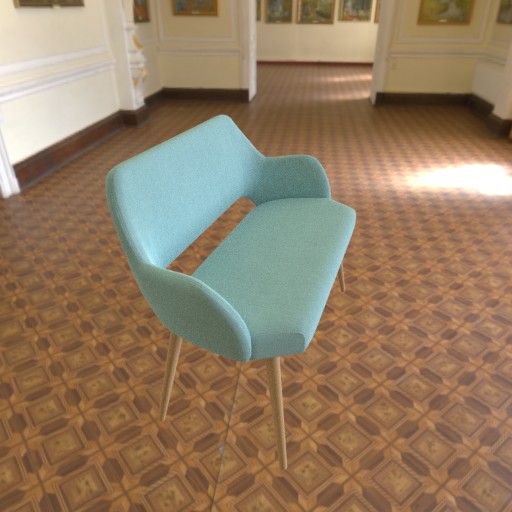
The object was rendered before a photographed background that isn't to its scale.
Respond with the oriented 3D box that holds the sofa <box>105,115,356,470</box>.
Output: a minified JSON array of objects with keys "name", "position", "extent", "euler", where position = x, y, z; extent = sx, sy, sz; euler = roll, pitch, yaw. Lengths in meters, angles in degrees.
[{"name":"sofa","position":[0.000,0.000,1.638],"extent":[0.610,0.840,1.150],"euler":[10,31,17]}]
